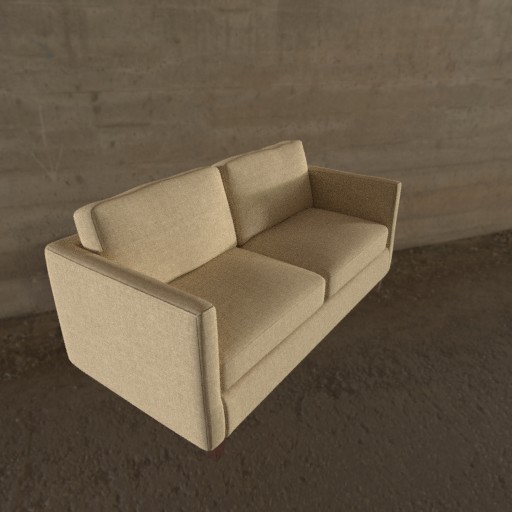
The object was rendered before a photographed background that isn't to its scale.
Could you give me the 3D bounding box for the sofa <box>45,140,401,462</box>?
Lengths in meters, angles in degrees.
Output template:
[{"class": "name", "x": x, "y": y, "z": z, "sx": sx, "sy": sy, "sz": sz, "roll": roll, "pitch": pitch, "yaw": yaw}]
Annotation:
[{"class": "sofa", "x": 0.000, "y": 0.000, "z": 2.450, "sx": 0.950, "sy": 0.963, "sz": 1.884, "roll": 18, "pitch": 31, "yaw": 32}]
